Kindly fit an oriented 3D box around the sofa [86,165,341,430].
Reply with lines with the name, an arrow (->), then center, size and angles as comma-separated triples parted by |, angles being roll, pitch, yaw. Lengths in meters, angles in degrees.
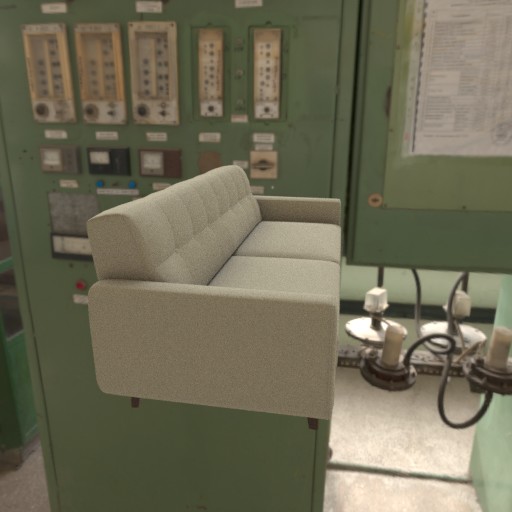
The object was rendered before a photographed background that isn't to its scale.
sofa -> 0.000, 0.000, 2.604 | 0.980, 0.892, 2.137 | 3, 17, 10
